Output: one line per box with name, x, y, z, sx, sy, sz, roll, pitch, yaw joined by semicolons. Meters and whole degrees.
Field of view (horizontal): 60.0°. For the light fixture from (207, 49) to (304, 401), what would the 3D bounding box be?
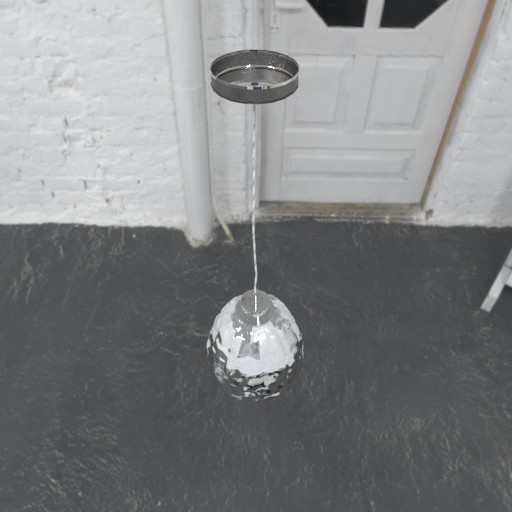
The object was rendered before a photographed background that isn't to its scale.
light fixture;0.000;0.000;1.779;0.500;1.511;0.496;-17;48;-16
